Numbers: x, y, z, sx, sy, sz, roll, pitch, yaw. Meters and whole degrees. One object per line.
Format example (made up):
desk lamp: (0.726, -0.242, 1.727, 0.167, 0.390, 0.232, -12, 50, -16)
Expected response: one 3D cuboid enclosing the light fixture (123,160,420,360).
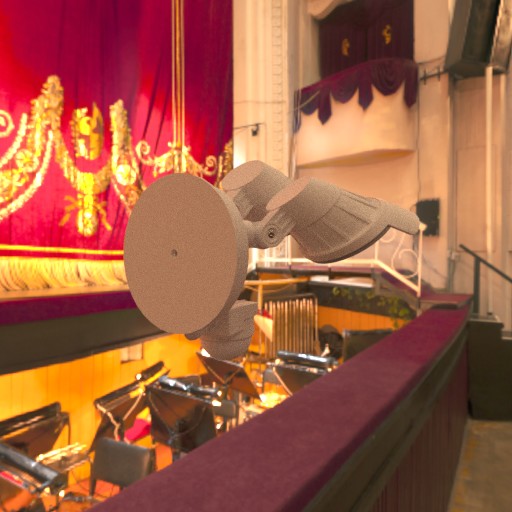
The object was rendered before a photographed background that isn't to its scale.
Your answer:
light fixture: (0.000, 0.000, 0.555, 0.369, 0.237, 0.278, 0, 1, 36)
